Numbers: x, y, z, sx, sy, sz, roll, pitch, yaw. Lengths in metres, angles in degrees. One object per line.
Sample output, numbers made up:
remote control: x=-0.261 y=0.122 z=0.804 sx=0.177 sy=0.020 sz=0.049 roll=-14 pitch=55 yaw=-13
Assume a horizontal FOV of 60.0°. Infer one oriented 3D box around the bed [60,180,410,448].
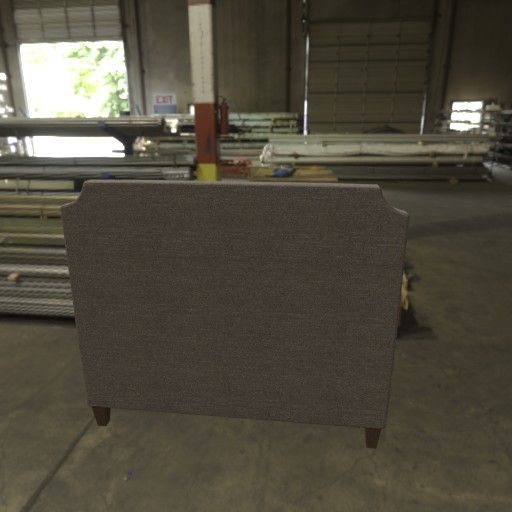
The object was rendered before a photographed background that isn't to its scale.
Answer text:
bed: x=0.000 y=0.000 z=3.437 sx=1.713 sy=1.457 sz=2.381 roll=2 pitch=18 yaw=7
